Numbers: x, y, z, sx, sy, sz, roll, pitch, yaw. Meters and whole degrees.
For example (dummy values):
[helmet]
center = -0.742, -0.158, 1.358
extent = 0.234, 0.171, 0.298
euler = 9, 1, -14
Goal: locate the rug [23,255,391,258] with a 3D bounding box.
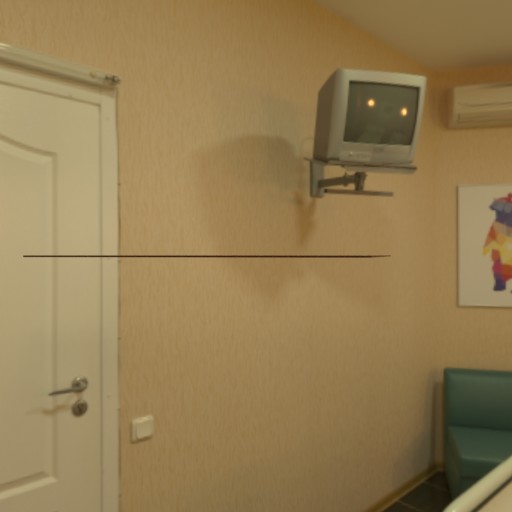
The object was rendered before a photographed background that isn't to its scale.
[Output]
[rug]
center = 0.000, 0.000, 4.253
extent = 2.381, 0.013, 3.197
euler = 0, 0, 19
